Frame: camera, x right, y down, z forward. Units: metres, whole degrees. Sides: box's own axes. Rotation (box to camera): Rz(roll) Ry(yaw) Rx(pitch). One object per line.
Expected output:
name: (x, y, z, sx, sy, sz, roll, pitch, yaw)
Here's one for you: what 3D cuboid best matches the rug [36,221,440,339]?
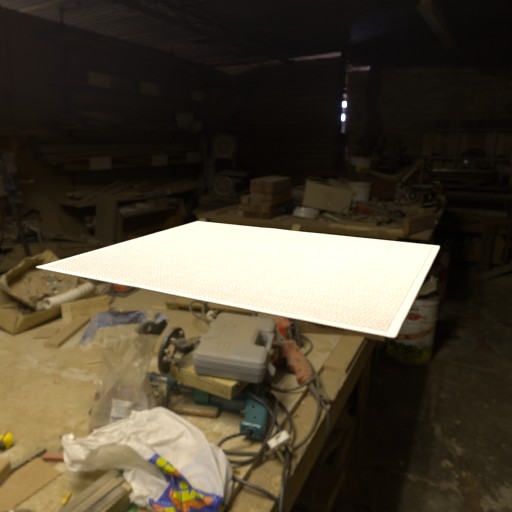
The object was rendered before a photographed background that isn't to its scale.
rug: (0.000, 0.000, 4.165, 3.009, 0.019, 2.423, 8, 17, 26)
